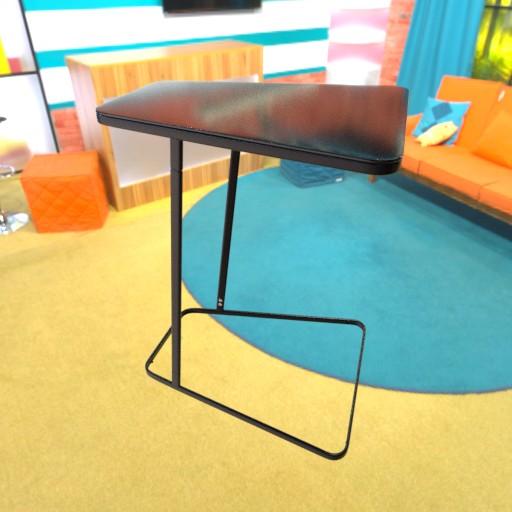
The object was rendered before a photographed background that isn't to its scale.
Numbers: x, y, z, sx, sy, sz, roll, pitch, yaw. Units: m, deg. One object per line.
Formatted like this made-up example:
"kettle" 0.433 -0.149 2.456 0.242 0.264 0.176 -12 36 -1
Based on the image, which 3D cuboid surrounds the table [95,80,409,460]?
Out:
"table" 0.000 0.000 0.930 0.500 0.624 0.427 10 34 14
